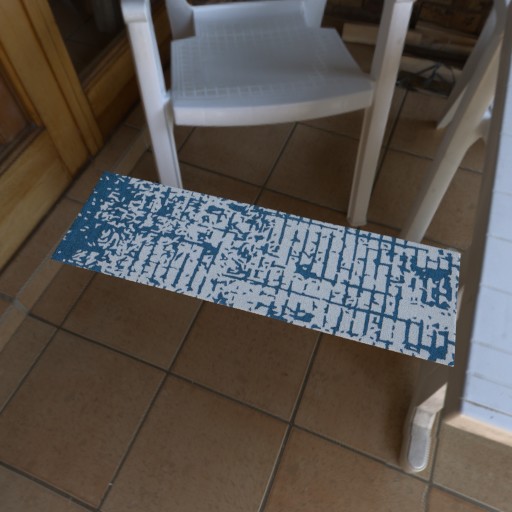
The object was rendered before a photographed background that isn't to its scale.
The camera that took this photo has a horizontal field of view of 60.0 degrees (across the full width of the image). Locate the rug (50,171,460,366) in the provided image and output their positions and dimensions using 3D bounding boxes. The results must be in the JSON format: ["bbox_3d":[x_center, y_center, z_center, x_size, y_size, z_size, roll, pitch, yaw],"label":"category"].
[{"bbox_3d":[0.000,0.000,2.752,2.435,0.011,0.750,14,60,8],"label":"rug"}]
